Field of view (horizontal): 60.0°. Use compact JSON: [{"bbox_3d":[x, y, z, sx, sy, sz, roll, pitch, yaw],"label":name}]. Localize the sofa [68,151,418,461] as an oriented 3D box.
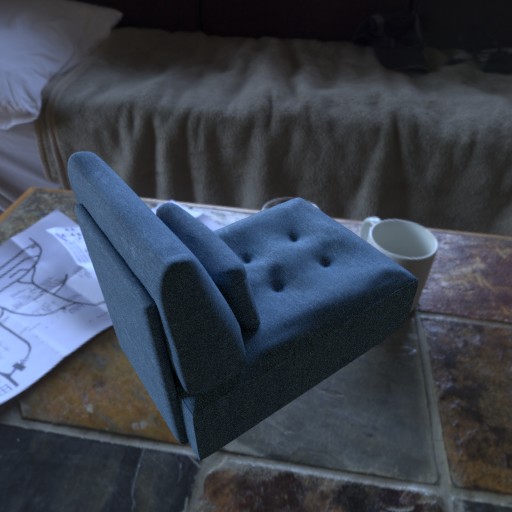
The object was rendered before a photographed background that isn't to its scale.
[{"bbox_3d":[0.000,0.000,1.568,1.000,0.820,0.700,-24,46,-26],"label":"sofa"}]
